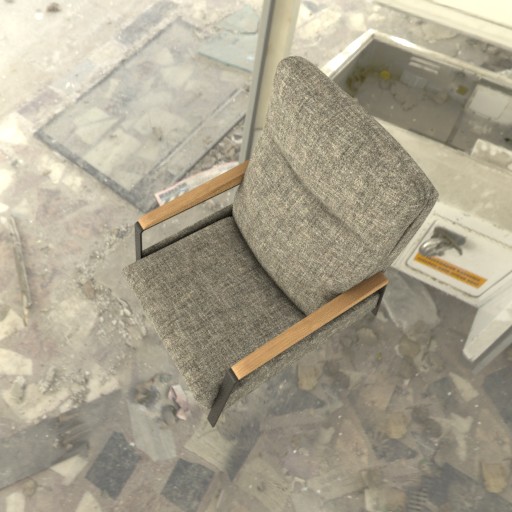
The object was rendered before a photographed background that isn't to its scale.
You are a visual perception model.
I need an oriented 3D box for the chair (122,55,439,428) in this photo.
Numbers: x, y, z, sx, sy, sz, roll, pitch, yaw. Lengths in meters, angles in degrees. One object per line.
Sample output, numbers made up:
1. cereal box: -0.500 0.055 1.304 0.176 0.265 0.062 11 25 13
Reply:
1. chair: 0.000 0.000 1.566 0.868 1.042 0.671 -31 67 -14
